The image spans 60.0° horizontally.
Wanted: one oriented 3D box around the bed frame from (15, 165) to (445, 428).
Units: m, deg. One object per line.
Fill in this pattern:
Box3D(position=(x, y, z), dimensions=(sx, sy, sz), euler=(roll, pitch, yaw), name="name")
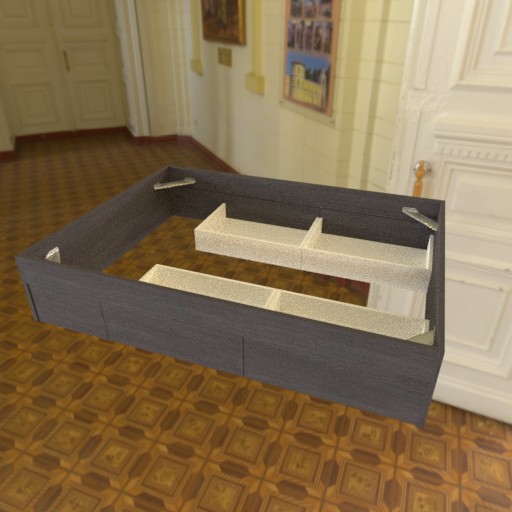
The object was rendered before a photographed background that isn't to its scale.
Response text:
Box3D(position=(0.000, 0.000, 2.528), dimensions=(1.944, 0.459, 1.448), euler=(11, 32, 18), name="bed frame")
